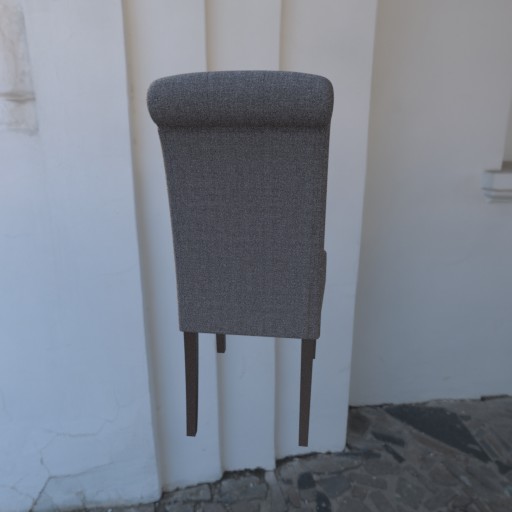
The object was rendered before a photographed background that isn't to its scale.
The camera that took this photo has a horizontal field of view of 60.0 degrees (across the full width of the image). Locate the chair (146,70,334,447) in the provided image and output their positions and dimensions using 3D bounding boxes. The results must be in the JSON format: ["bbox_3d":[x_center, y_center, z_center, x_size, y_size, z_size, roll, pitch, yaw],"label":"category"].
[{"bbox_3d":[0.000,0.000,1.378,0.456,1.006,0.671,2,16,7],"label":"chair"}]
